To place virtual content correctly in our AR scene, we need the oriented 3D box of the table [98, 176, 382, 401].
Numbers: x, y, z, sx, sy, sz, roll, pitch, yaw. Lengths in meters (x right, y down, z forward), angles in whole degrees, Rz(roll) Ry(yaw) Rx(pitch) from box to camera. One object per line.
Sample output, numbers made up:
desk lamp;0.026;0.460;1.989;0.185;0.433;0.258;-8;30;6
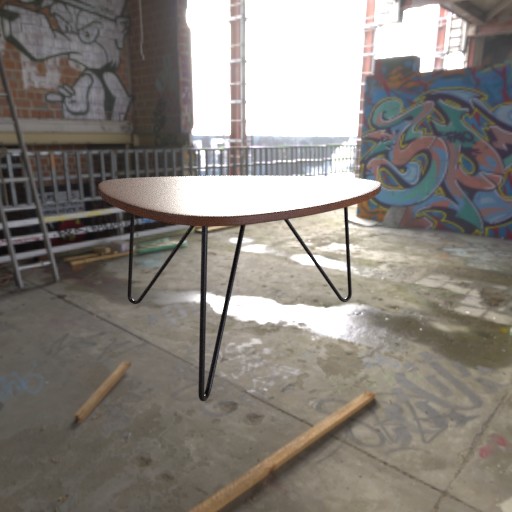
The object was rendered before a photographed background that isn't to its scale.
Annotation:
table;0.000;0.000;1.304;0.821;0.413;0.833;-8;17;-27
